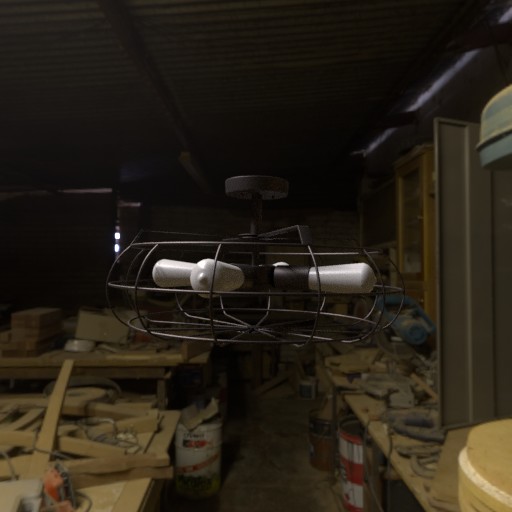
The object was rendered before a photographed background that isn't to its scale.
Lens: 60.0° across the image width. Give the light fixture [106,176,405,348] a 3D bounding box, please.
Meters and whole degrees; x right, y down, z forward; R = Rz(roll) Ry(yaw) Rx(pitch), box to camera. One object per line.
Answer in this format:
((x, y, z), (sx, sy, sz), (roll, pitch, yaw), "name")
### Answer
((0.000, 0.000, 0.921), (0.582, 0.311, 0.582), (0, -1, 0), "light fixture")
